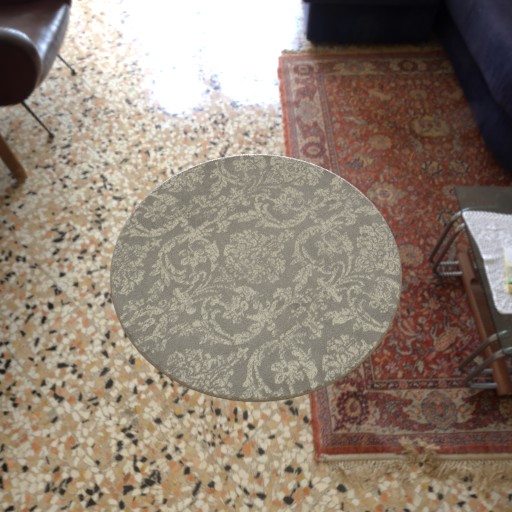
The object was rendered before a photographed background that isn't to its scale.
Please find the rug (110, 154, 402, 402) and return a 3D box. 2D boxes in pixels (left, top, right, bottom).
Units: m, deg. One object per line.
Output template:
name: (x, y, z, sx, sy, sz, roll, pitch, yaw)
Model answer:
rug: (0.000, 0.000, 2.457, 1.593, 0.012, 1.593, 0, 57, 0)
